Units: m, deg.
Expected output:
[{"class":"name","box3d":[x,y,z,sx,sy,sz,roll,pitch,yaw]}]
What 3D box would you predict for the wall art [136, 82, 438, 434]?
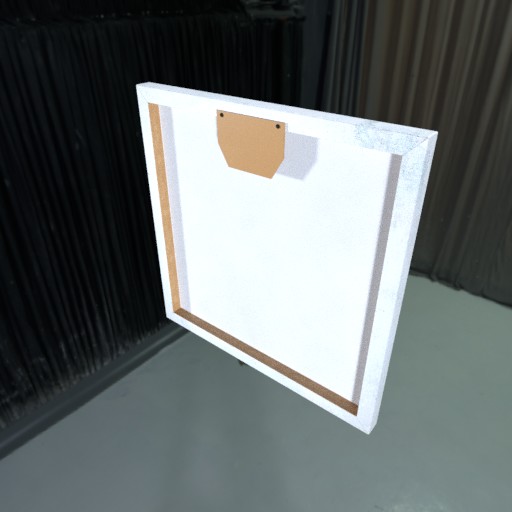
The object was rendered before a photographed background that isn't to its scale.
[{"class":"wall art","box3d":[0.000,0.000,0.911,0.605,0.605,0.044,22,38,32]}]
